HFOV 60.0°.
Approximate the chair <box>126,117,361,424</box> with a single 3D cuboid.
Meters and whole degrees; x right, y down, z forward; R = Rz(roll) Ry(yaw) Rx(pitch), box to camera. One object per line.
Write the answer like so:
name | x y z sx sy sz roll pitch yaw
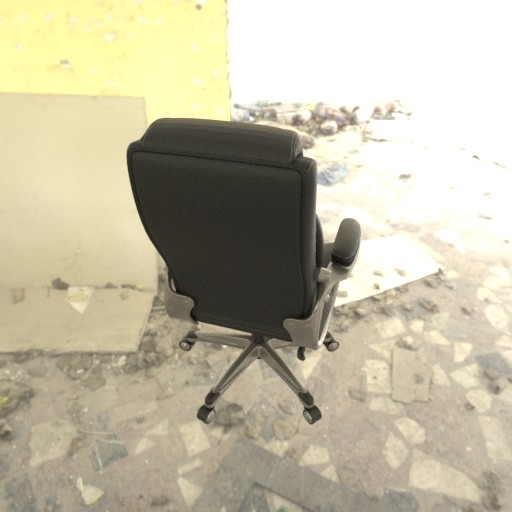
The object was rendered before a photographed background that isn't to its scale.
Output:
chair | 0.000 0.000 1.669 0.741 1.167 0.784 10 34 15
